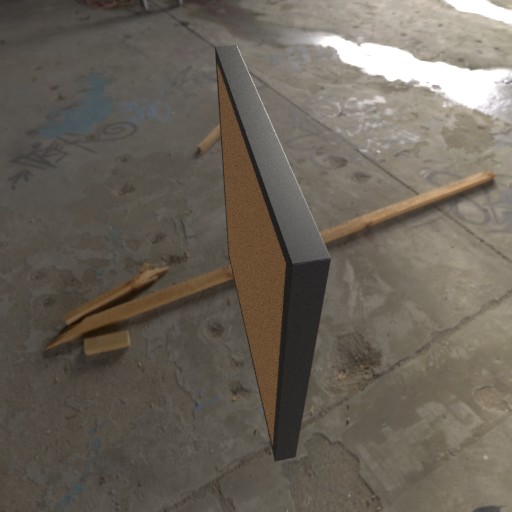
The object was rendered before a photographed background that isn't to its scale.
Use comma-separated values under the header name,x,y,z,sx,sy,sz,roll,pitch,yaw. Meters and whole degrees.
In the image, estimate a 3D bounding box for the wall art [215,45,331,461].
name,x,y,z,sx,sy,sz,roll,pitch,yaw
wall art,0.000,0.000,0.758,0.037,0.506,0.506,-8,47,-8
